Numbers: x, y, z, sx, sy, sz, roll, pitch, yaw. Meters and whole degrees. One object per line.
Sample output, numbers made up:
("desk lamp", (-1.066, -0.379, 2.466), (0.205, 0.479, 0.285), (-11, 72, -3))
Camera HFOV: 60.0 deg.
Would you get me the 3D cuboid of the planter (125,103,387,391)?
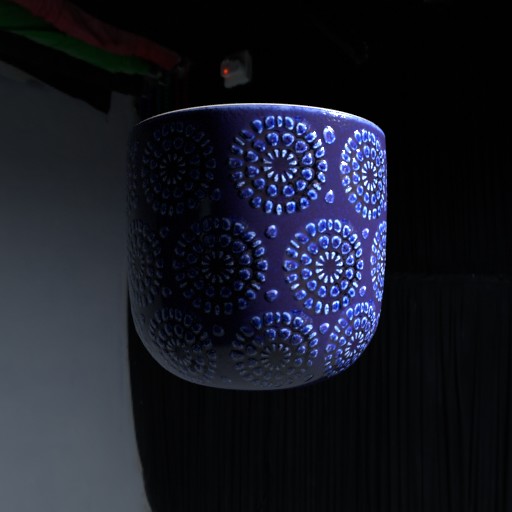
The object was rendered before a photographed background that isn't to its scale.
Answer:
("planter", (0.000, 0.000, 0.293), (0.165, 0.149, 0.165), (0, 1, 0))
